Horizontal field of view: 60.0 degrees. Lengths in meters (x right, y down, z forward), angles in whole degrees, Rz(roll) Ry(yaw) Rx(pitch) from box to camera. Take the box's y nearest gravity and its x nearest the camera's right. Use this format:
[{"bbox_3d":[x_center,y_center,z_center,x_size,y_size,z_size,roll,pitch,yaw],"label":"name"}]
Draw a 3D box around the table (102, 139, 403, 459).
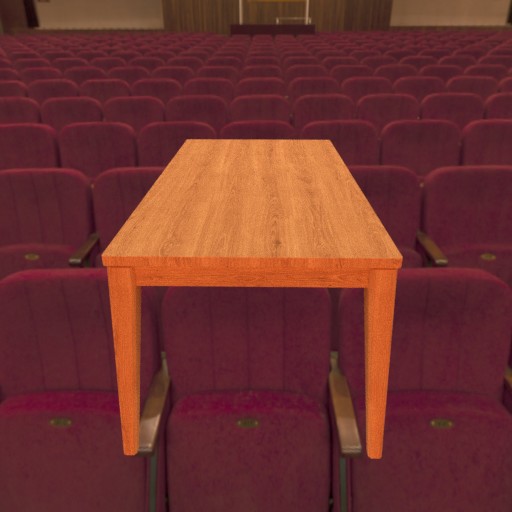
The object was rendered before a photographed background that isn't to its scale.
[{"bbox_3d":[0.000,0.000,2.084,0.900,0.760,1.600,0,27,1],"label":"table"}]
